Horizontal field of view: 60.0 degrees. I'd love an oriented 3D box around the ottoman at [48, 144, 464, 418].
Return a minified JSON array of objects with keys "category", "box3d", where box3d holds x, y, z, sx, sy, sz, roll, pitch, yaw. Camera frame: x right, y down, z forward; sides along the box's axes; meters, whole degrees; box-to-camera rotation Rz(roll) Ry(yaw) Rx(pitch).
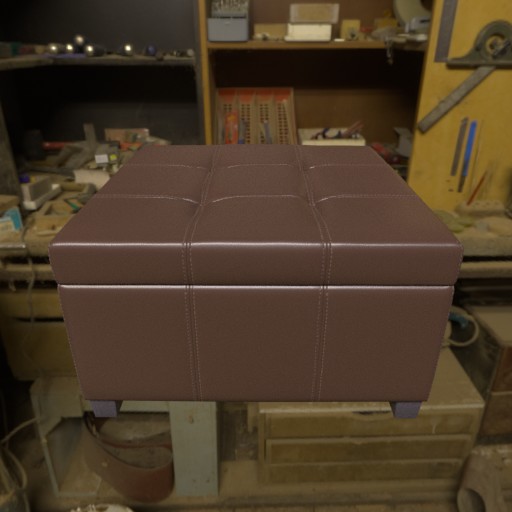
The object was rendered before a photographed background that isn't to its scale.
[{"category":"ottoman","box3d":[0.000,0.000,1.252,0.787,0.460,0.788,0,27,0]}]
